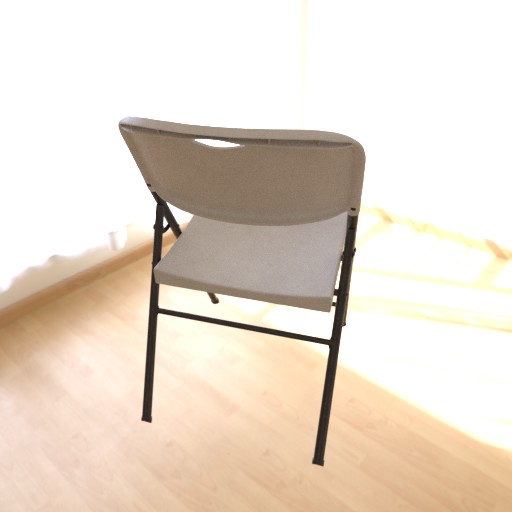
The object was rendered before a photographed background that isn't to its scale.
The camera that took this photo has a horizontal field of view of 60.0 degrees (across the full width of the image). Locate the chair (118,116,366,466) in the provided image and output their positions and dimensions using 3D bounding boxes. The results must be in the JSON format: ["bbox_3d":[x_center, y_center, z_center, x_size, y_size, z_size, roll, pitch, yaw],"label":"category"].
[{"bbox_3d":[0.000,0.000,1.137,0.494,0.810,0.566,8,33,13],"label":"chair"}]
